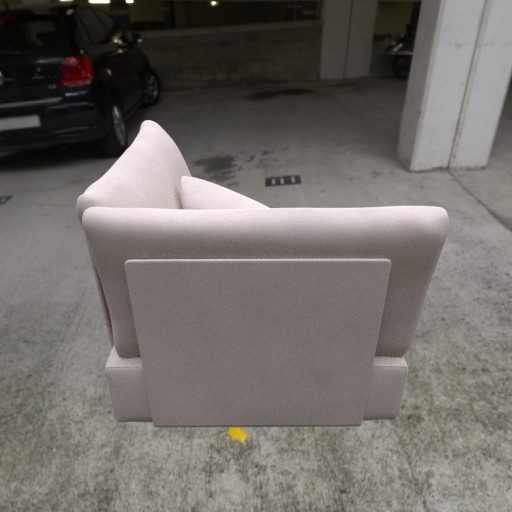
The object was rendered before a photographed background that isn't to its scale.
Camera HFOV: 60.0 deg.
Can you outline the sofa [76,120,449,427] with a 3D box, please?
[{"bbox_3d":[0.000,0.000,1.714,1.000,0.820,1.000,0,30,0],"label":"sofa"}]
